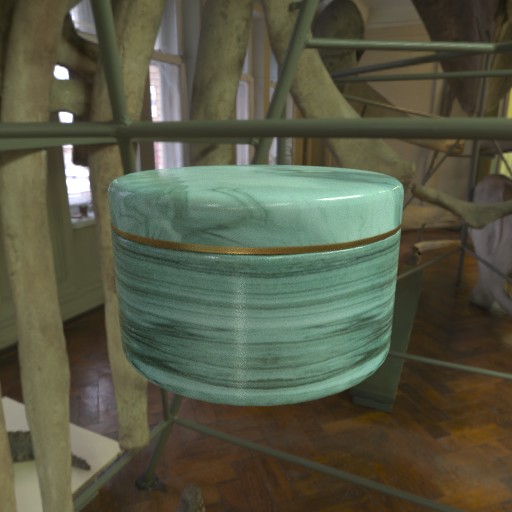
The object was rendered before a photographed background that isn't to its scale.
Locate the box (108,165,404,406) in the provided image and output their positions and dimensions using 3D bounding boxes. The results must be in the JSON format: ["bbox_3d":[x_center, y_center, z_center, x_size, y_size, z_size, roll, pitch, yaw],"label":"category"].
[{"bbox_3d":[0.000,0.000,0.166,0.101,0.063,0.101,0,16,0],"label":"box"}]
